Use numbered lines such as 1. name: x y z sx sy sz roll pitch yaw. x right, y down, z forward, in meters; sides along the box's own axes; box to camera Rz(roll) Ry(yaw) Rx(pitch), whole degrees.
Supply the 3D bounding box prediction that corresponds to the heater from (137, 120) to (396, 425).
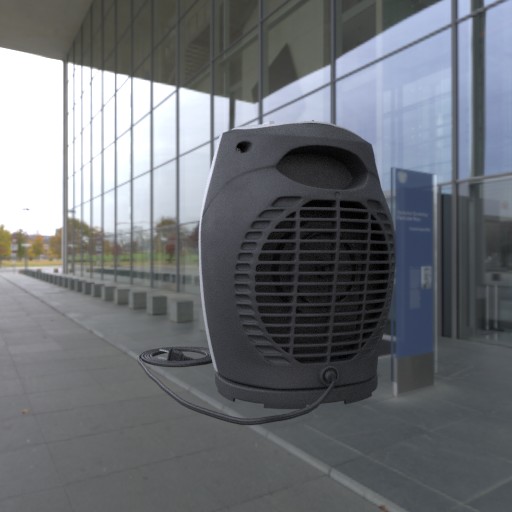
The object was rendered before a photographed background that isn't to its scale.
1. heater: 0.000 0.000 0.478 0.239 0.255 0.291 0 0 -18
